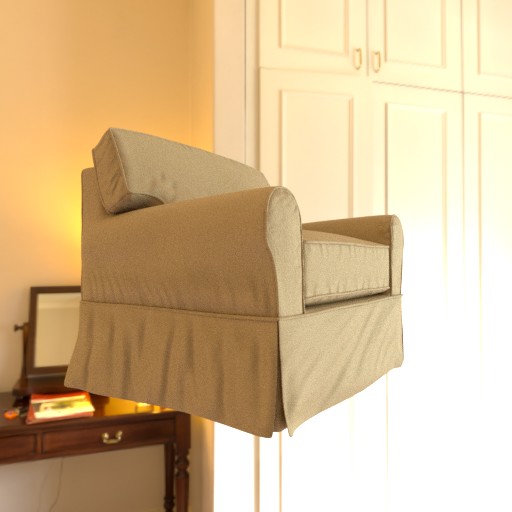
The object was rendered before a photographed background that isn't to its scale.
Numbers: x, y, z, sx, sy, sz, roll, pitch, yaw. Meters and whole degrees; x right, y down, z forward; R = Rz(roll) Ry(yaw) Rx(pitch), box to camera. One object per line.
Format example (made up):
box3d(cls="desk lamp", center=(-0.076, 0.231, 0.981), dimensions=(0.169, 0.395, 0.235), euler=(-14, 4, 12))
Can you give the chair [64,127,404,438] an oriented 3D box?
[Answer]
box3d(cls="chair", center=(0.000, 0.000, 1.753), dimensions=(0.903, 0.937, 1.096), euler=(0, -1, 36))
